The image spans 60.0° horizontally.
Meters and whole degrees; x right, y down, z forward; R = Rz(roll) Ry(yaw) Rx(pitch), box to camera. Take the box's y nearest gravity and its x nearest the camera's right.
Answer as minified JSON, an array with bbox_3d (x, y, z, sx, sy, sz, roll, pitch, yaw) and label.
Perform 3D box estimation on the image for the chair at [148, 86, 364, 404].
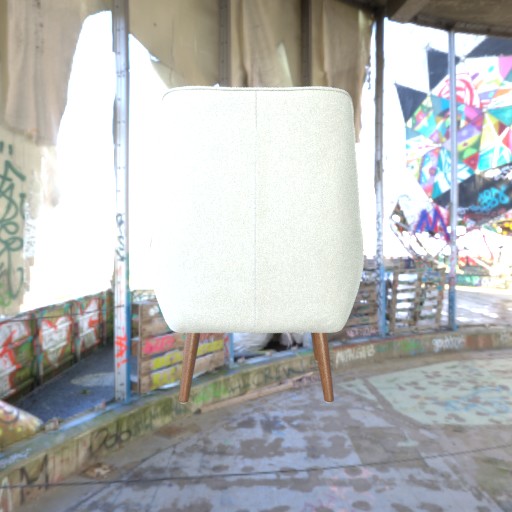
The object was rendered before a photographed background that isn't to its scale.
[{"bbox_3d":[0.000,0.000,1.515,0.787,0.888,0.822,0,1,-1],"label":"chair"}]
